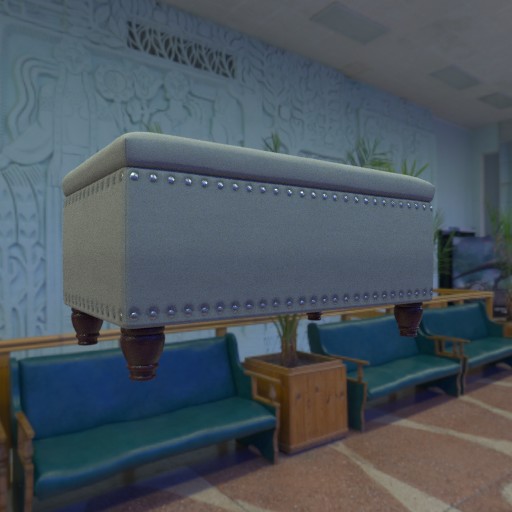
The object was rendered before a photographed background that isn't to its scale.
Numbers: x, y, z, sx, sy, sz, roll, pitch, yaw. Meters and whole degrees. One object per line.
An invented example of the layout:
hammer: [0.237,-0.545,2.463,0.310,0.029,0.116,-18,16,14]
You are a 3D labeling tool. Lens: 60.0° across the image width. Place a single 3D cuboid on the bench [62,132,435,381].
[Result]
bench: [0.000,0.000,1.192,0.887,0.449,0.500,0,0,-35]
